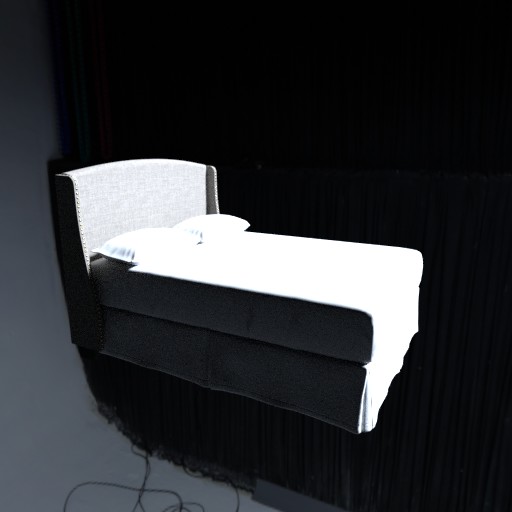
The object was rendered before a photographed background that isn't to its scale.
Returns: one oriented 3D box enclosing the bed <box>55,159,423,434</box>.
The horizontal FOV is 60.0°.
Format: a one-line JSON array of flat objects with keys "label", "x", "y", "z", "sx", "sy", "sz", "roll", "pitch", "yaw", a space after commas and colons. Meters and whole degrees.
[{"label": "bed", "x": 0.000, "y": 0.000, "z": 3.365, "sx": 2.237, "sy": 1.407, "sz": 1.710, "roll": 7, "pitch": 16, "yaw": 27}]
